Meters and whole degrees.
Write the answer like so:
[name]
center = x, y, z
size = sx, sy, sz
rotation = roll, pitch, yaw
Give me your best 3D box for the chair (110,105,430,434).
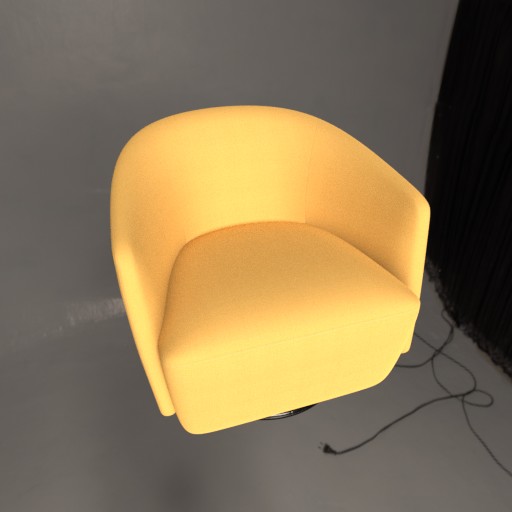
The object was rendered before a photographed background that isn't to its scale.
[chair]
center = 0.000, 0.000, 1.316
size = 0.773, 0.698, 0.767
rotation = -10, 35, -15
